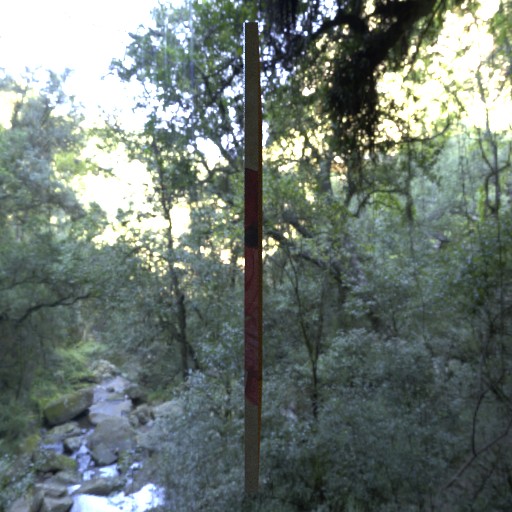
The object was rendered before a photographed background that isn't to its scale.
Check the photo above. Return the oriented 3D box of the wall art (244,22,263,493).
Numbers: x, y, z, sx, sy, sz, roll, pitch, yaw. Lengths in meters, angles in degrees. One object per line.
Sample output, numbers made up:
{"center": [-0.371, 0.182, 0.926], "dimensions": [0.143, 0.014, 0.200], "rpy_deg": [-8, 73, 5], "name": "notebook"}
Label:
{"center": [0.000, 0.000, 1.334], "dimensions": [0.031, 1.015, 0.762], "rpy_deg": [0, 2, 2], "name": "wall art"}
